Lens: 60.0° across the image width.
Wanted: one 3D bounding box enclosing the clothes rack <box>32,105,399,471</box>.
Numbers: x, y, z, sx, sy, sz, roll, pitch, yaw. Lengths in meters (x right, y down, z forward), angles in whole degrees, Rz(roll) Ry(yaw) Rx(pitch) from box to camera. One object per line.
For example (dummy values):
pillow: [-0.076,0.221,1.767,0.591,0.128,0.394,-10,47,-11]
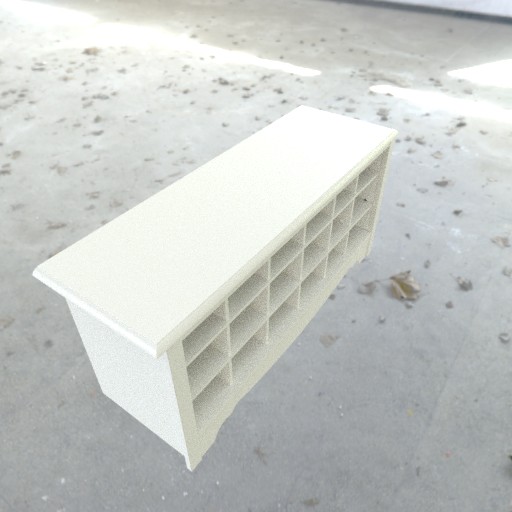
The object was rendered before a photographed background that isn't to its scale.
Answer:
clothes rack: [0.000,0.000,1.486,0.405,0.558,1.218,25,46,26]
